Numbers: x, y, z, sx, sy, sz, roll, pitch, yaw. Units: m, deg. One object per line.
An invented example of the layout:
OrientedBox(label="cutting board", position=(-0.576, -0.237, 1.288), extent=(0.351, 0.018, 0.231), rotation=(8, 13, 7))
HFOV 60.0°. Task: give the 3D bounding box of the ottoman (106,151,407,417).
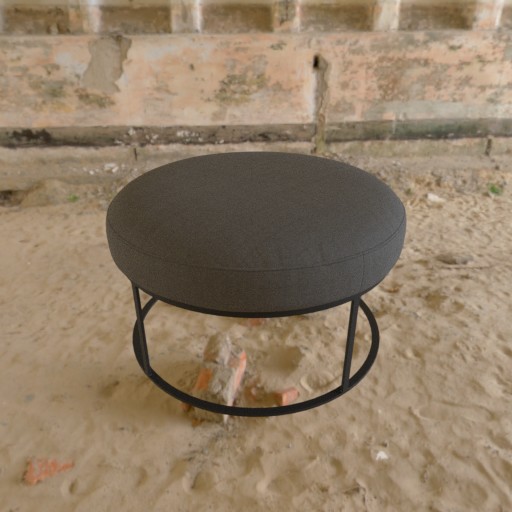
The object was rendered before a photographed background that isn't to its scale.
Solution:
OrientedBox(label="ottoman", position=(0.000, 0.000, 1.244), extent=(0.772, 0.460, 0.772), rotation=(0, 28, 0))
